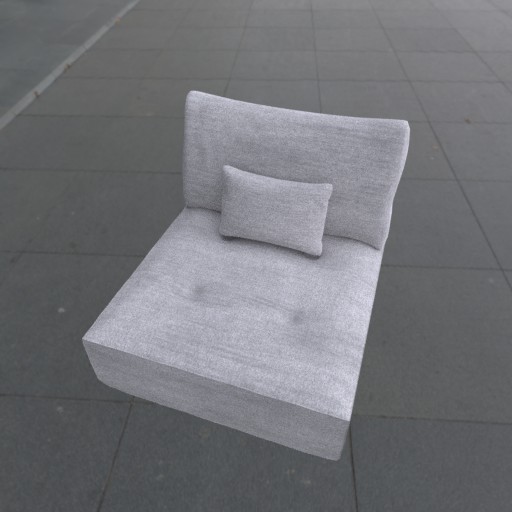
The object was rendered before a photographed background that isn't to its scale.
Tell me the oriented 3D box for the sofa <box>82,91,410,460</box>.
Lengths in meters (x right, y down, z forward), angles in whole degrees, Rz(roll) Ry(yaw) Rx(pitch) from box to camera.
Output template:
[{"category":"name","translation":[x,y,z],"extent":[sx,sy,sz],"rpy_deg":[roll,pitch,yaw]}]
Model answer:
[{"category":"sofa","translation":[0.000,0.000,1.693],"extent":[0.930,0.820,1.000],"rpy_deg":[13,44,14]}]
